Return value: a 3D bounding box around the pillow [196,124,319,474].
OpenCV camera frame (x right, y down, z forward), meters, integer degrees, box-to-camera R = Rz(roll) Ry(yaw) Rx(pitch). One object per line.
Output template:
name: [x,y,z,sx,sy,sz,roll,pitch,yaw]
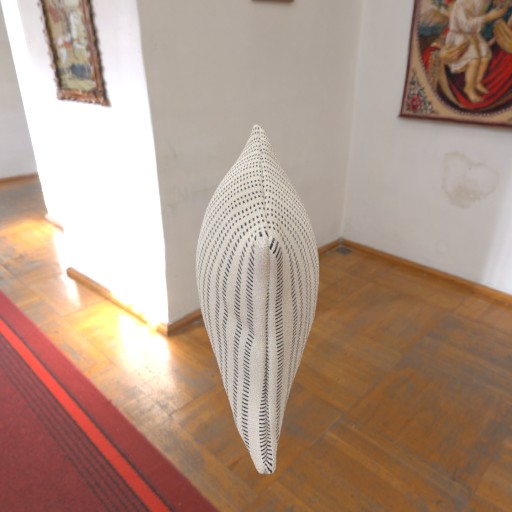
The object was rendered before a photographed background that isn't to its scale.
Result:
pillow: [0.000,0.000,0.802,0.210,0.353,0.640,0,27,0]
